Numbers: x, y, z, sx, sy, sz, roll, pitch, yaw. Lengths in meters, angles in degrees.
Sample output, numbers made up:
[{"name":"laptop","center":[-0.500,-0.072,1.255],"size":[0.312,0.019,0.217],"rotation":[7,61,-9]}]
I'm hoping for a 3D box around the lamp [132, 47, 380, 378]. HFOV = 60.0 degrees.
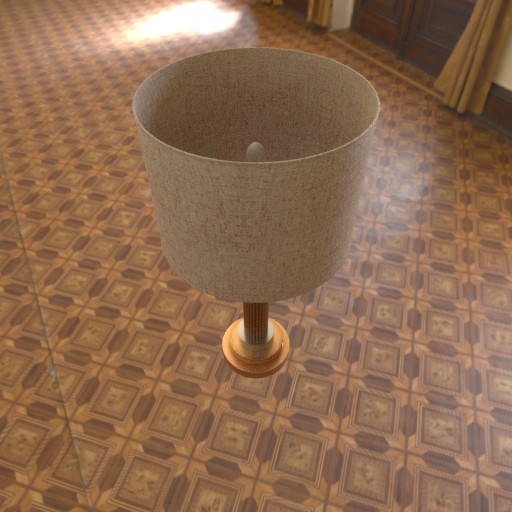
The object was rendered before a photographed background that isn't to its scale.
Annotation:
[{"name":"lamp","center":[0.000,0.000,0.803],"size":[0.321,0.610,0.321],"rotation":[-11,47,-11]}]
